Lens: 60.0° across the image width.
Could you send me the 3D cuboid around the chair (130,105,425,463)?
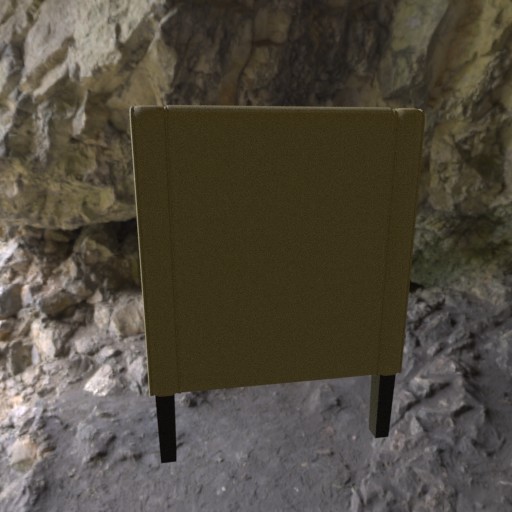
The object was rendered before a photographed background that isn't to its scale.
[{"bbox_3d":[0.000,0.000,1.469,0.696,0.896,0.814,-3,15,-9],"label":"chair"}]
